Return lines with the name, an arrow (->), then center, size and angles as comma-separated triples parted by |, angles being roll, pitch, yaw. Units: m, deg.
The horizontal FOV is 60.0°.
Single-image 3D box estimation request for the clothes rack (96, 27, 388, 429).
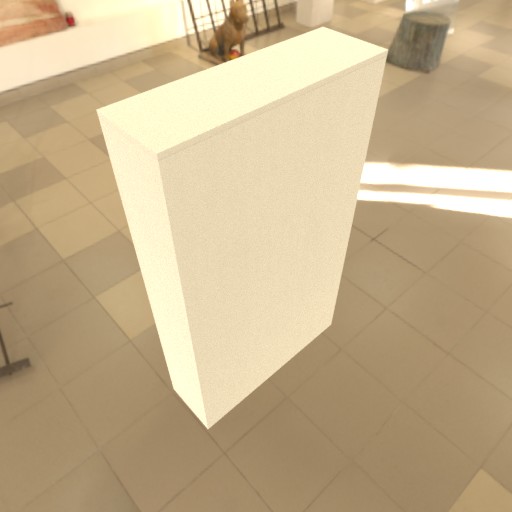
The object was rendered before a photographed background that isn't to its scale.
clothes rack -> 0.000, 0.000, 1.553 | 0.750, 1.280, 0.250 | -33, 55, -28
